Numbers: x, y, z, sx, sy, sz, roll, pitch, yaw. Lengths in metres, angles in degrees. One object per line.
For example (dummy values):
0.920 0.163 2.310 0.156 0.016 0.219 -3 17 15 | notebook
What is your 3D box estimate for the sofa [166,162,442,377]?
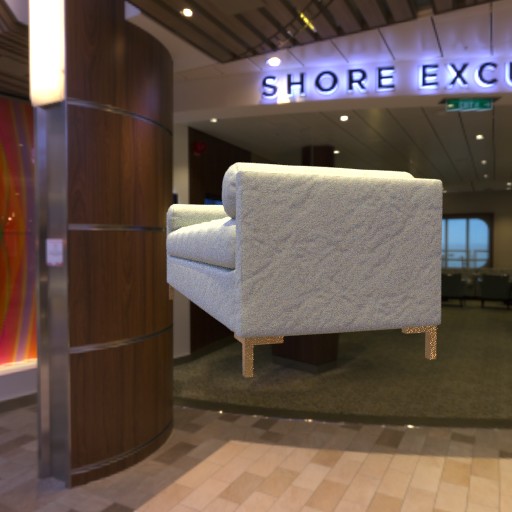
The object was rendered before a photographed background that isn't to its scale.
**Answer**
0.000 0.000 2.484 0.796 0.705 2.102 -1 2 -18 | sofa
